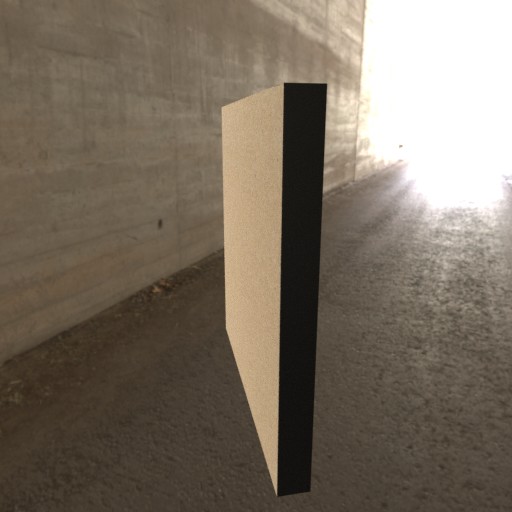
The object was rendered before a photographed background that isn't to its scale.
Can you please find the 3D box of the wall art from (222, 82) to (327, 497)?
[{"bbox_3d":[0.000,0.000,0.477,0.029,0.318,0.327,-3,16,-11],"label":"wall art"}]
